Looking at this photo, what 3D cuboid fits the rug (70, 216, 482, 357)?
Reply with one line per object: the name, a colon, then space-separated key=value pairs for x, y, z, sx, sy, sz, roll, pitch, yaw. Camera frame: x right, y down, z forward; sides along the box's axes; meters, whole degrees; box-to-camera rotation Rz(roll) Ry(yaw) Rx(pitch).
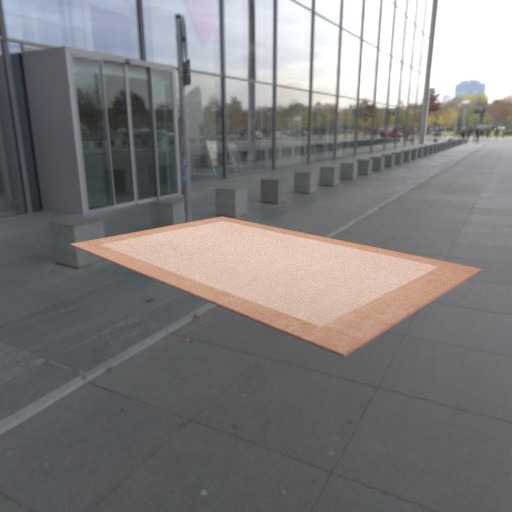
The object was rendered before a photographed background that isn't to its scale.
rug: x=0.000 y=0.000 z=3.043 sx=2.438 sy=0.014 sz=1.524 roll=15 pitch=22 yaw=42
